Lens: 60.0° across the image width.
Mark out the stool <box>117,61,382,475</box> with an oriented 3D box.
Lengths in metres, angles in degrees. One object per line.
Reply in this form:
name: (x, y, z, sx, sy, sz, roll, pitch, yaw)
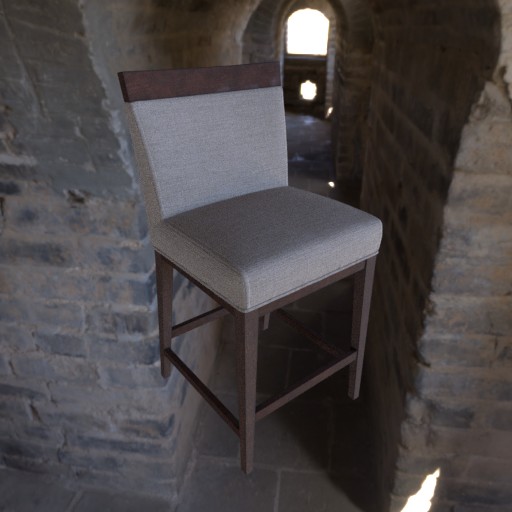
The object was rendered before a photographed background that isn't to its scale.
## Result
stool: (0.000, 0.000, 1.308, 0.512, 1.009, 0.531, -20, 34, -33)
